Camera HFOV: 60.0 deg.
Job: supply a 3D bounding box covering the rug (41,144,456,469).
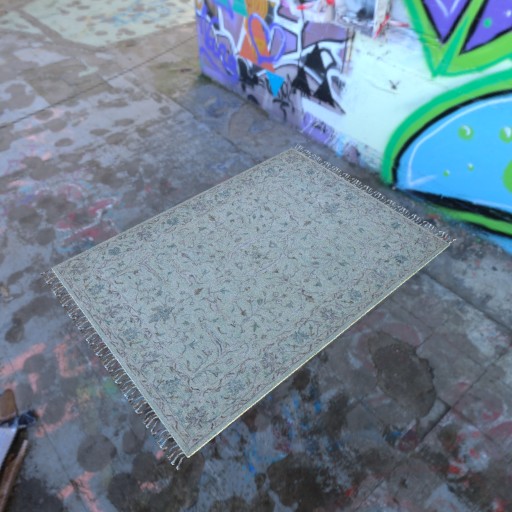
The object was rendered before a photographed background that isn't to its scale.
[{"bbox_3d":[0.000,0.000,2.306,1.802,0.008,1.247,-32,54,-27],"label":"rug"}]
